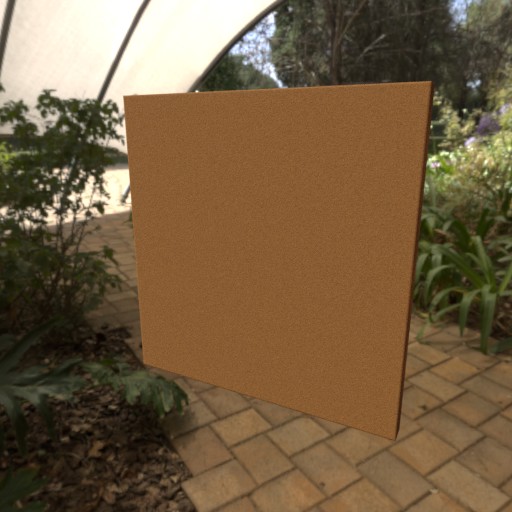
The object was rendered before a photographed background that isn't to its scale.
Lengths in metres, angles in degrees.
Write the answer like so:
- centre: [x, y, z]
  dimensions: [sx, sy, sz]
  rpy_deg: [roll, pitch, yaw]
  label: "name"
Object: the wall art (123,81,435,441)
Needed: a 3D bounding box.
- centre: [0.000, 0.000, 0.814]
  dimensions: [0.554, 0.572, 0.037]
  rpy_deg: [8, 18, 27]
  label: "wall art"
